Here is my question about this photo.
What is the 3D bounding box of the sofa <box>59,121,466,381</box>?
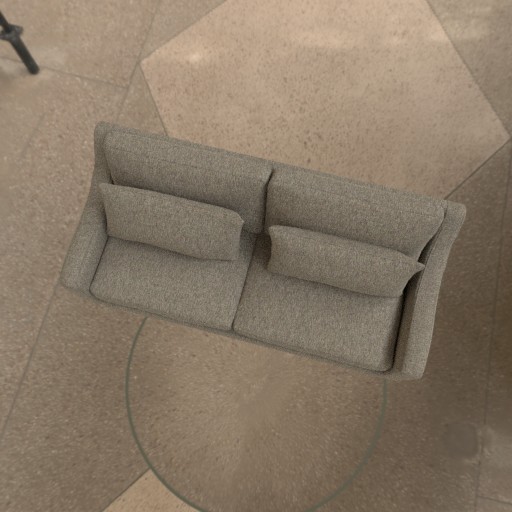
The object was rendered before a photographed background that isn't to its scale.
[{"bbox_3d":[0.000,0.000,2.988,2.418,0.998,1.103,14,75,4],"label":"sofa"}]
